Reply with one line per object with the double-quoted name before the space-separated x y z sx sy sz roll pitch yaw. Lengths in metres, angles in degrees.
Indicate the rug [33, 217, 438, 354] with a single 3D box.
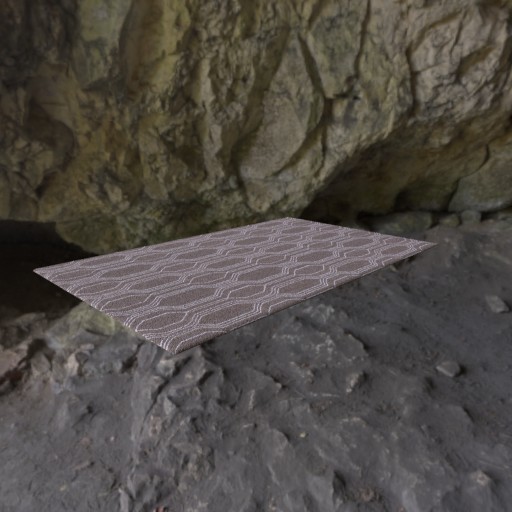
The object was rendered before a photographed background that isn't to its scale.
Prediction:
"rug" 0.000 0.000 3.120 1.541 0.012 2.457 15 22 43
